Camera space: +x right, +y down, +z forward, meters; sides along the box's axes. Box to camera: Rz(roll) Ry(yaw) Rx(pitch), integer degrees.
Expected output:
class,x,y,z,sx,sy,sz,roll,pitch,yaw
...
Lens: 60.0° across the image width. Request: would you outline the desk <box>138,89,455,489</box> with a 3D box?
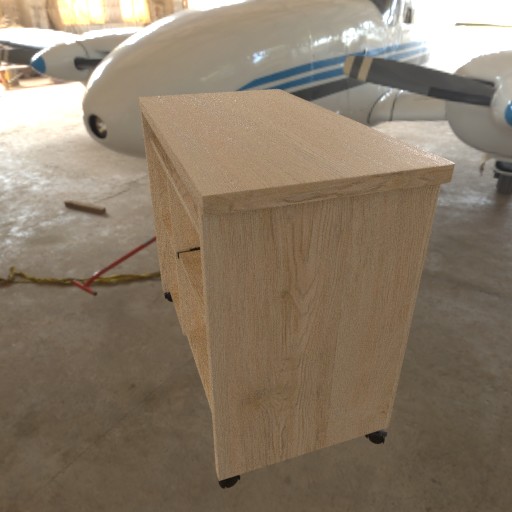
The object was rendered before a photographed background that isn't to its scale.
class,x,y,z,sx,sy,sz,roll,pitch,yaw
desk,0.000,0.000,1.295,0.480,0.770,0.885,-10,31,-17
